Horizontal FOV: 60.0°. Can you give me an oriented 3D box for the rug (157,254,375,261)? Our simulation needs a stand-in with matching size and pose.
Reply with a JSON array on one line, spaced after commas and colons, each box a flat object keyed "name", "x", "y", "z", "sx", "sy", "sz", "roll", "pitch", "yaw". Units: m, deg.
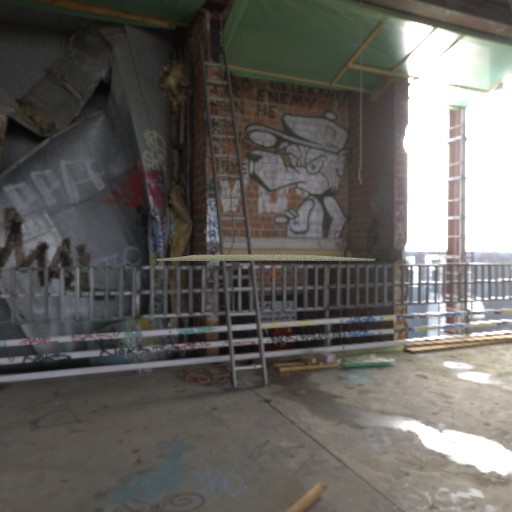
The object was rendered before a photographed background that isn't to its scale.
[{"name": "rug", "x": 0.000, "y": 0.000, "z": 2.543, "sx": 0.686, "sy": 0.013, "sz": 2.340, "roll": 0, "pitch": 1, "yaw": -2}]
